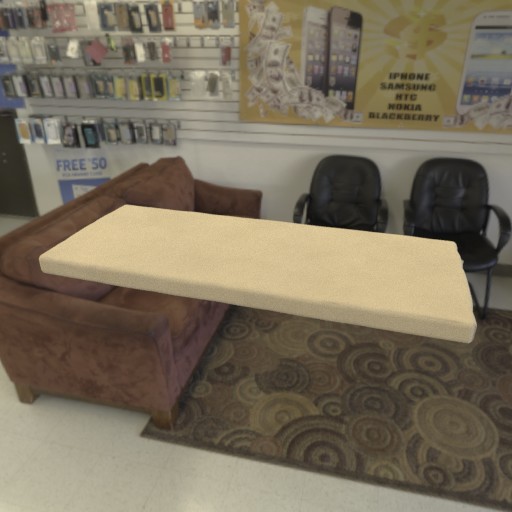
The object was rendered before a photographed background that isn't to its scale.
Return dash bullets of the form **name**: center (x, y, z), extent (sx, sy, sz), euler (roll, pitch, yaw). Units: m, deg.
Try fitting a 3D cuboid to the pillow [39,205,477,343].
- **pillow**: center (0.000, 0.000, 1.317), extent (1.187, 0.081, 0.492), euler (8, 27, 15)
